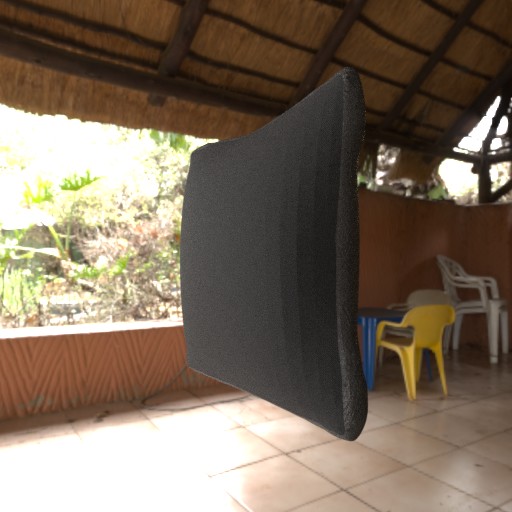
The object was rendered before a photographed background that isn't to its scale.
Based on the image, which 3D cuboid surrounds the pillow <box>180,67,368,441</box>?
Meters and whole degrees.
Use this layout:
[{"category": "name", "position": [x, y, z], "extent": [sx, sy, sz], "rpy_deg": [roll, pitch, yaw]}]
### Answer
[{"category": "pillow", "position": [0.000, 0.000, 0.825], "extent": [0.210, 0.523, 0.533], "rpy_deg": [1, -2, -34]}]
